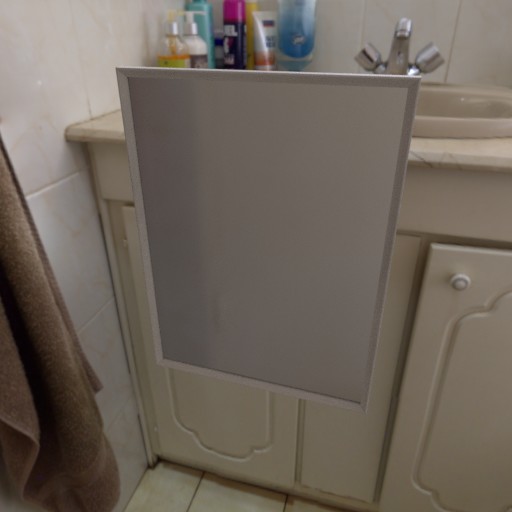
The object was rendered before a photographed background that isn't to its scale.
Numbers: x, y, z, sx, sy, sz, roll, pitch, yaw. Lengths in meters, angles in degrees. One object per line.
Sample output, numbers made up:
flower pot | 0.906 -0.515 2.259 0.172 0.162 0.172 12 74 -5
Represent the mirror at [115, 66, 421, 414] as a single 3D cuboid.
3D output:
mirror | 0.000 0.000 1.314 0.762 1.016 0.041 9 29 16
